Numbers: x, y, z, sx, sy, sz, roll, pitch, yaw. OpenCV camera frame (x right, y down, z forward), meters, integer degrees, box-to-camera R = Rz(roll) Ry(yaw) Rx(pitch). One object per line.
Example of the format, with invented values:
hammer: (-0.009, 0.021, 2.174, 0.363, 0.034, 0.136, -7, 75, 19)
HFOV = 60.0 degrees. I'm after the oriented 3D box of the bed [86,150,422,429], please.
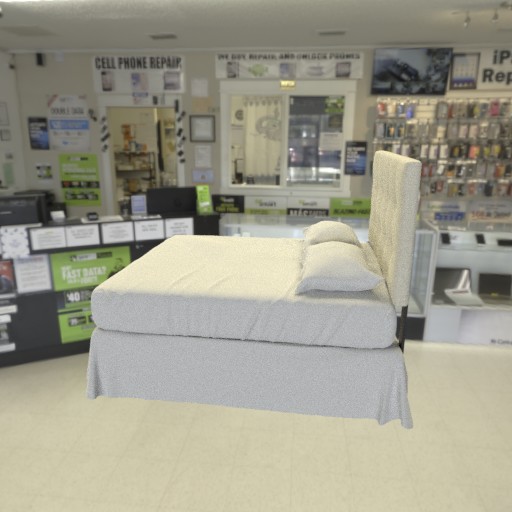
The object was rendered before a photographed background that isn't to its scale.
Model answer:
bed: (0.000, 0.000, 3.488, 2.222, 1.577, 1.936, 2, 16, 9)
